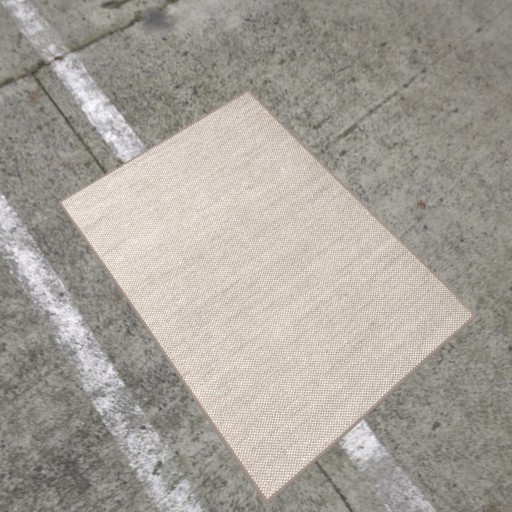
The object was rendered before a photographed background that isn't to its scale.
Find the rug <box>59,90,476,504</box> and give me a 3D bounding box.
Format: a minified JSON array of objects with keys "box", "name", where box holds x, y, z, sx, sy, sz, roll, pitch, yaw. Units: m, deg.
[{"box":[0.000,0.000,2.637,1.517,0.013,2.115,-35,71,-14],"name":"rug"}]
